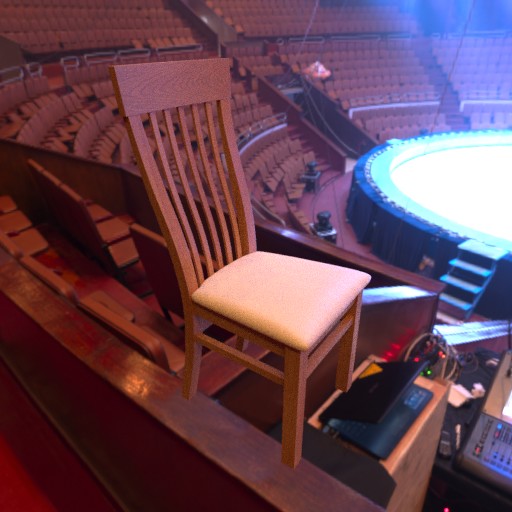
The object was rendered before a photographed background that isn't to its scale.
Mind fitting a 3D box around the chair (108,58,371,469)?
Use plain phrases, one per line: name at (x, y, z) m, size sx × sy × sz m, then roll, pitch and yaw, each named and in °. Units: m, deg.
chair at (0.000, 0.000, 1.324) m, size 0.580 × 1.050 × 0.450 m, roll 17°, pitch 31°, yaw 30°
